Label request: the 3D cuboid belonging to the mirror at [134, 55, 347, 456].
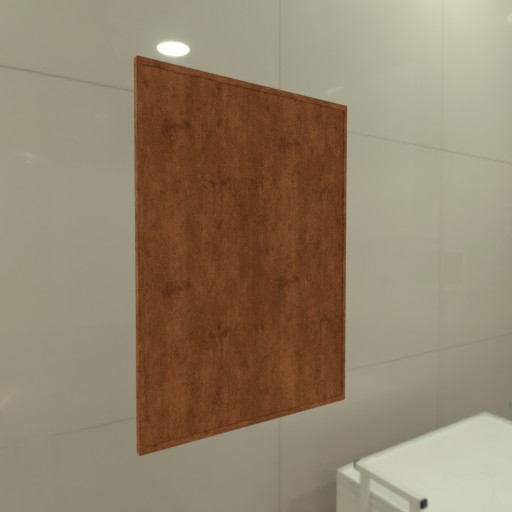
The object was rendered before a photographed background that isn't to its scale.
[{"bbox_3d":[0.000,0.000,1.445,0.796,1.099,0.028,-1,2,-34],"label":"mirror"}]
